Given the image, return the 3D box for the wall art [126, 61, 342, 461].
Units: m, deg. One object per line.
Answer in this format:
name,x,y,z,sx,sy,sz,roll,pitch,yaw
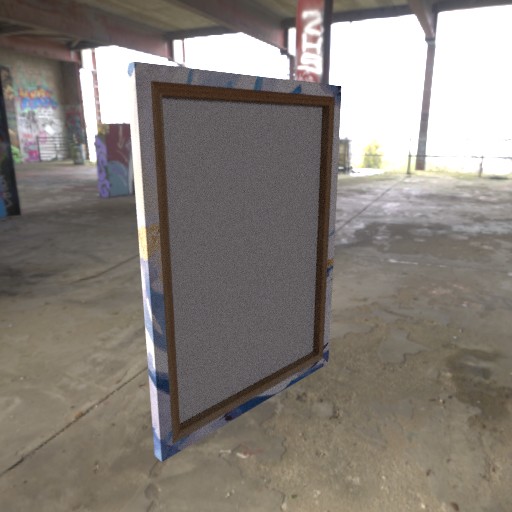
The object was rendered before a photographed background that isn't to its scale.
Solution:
wall art,0.000,0.000,1.343,0.761,1.015,0.038,-15,22,-43
